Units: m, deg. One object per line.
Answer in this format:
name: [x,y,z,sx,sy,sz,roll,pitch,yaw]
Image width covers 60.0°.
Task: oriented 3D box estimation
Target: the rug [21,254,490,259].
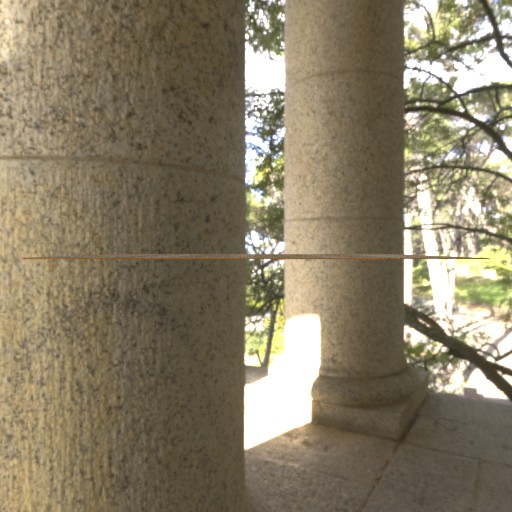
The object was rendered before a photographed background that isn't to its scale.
rug: [0.000,0.000,2.973,2.336,0.007,1.525,0,1,1]
